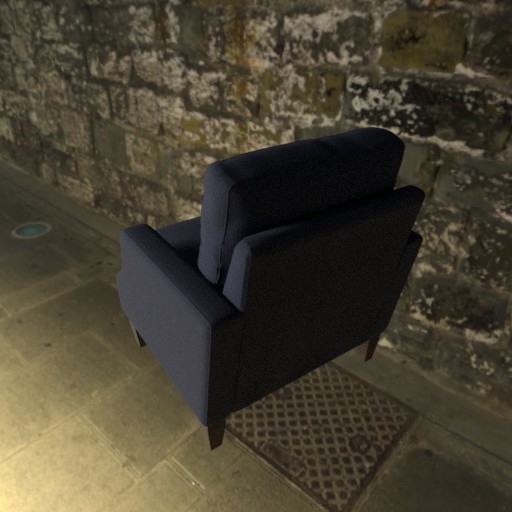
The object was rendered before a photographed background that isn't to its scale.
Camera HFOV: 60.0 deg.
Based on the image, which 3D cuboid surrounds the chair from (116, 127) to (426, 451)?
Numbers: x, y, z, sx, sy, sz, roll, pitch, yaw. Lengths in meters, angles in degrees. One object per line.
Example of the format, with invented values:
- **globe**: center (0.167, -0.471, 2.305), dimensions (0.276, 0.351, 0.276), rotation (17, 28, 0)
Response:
- **chair**: center (0.000, 0.000, 1.666), dimensions (0.855, 0.991, 0.897), rotation (-19, 35, -29)
